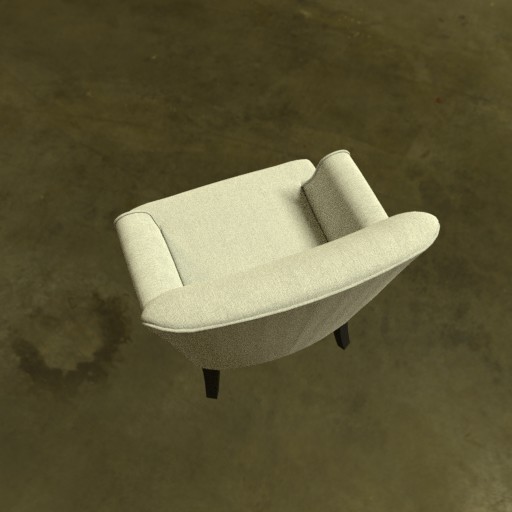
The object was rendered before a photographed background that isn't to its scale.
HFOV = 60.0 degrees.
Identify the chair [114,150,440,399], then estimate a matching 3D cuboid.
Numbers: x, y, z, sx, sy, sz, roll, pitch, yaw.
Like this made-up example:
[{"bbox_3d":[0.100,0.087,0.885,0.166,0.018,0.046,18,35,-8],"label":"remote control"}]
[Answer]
[{"bbox_3d":[0.000,0.000,1.448,0.781,0.875,0.750,-18,61,-10],"label":"chair"}]
